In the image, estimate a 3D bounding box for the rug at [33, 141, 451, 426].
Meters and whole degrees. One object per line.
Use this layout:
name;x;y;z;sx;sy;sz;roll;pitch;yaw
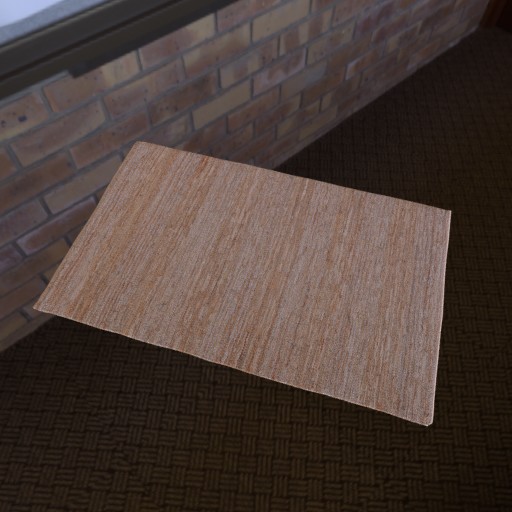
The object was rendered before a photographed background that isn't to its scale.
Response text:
rug;0.000;0.000;2.954;2.446;0.009;1.529;14;60;9
